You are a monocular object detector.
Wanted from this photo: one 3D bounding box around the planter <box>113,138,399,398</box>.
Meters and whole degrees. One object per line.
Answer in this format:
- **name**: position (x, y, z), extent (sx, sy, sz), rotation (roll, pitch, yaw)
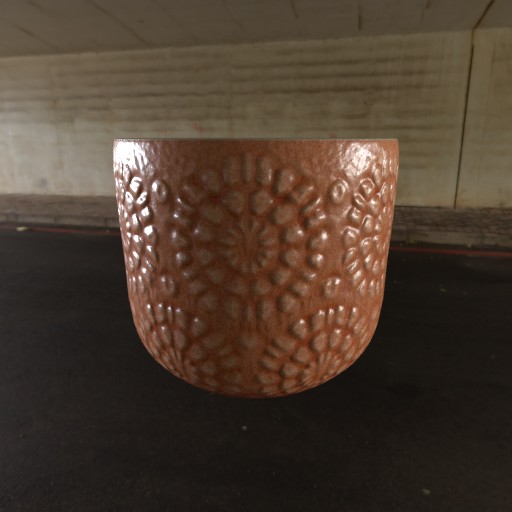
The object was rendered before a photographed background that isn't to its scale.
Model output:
- **planter**: position (0.000, 0.000, 0.213), extent (0.124, 0.109, 0.124), rotation (0, 15, 0)
